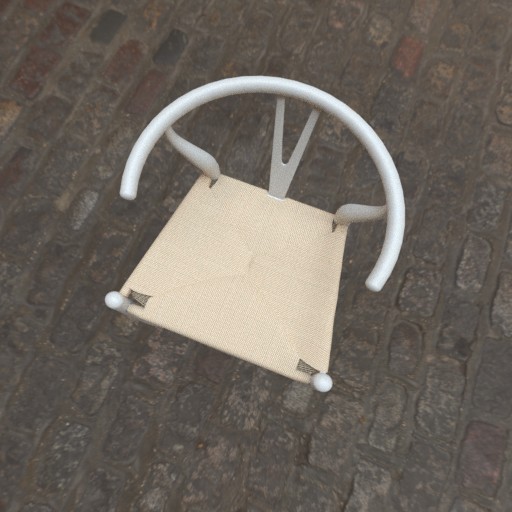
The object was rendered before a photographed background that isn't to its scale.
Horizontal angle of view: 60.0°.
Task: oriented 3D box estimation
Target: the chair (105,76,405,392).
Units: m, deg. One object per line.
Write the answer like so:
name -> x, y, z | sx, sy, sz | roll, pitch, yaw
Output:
chair -> 0.000, 0.000, 1.103 | 0.533, 0.736, 0.500 | 20, 76, 5
